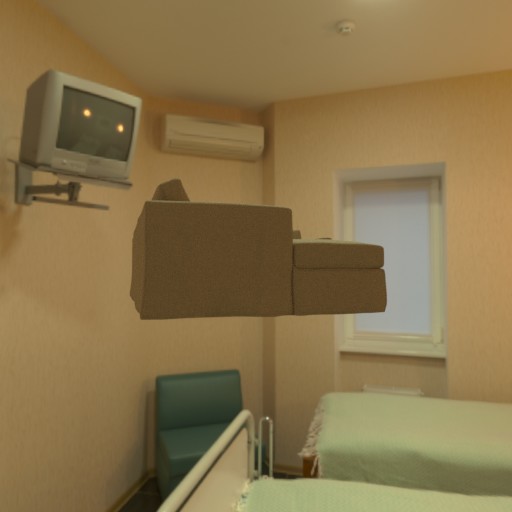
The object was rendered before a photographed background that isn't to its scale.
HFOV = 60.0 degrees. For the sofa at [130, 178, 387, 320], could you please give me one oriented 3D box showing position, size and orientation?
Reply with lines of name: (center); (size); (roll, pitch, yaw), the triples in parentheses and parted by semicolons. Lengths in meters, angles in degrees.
sofa: (0.000, 0.000, 4.575); (2.476, 0.878, 3.528); (1, -2, -17)
